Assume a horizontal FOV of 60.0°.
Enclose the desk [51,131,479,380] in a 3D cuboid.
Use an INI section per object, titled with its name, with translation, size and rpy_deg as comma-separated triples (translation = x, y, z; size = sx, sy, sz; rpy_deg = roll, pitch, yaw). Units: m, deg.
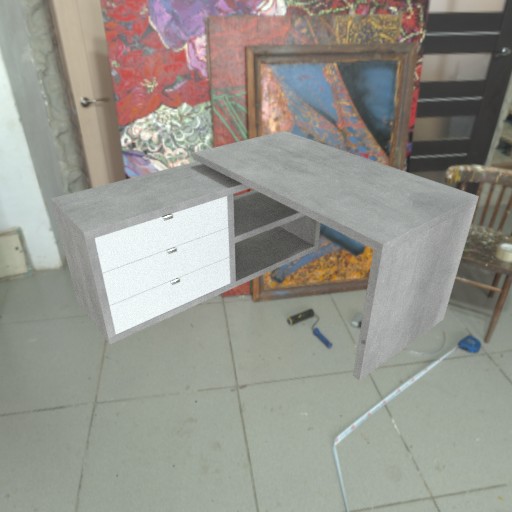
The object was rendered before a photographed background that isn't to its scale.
[desk]
translation = 0.000, 0.000, 2.293
size = 1.500, 0.740, 1.400
rpy_deg = -23, 39, -32
